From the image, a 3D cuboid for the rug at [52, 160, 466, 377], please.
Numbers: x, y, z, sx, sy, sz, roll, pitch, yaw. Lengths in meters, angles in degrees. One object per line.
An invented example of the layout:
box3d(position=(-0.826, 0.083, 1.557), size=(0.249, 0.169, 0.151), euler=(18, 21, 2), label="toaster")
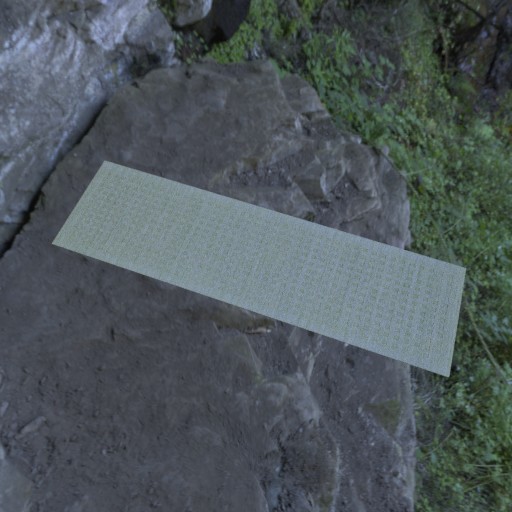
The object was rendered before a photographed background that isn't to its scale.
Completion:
box3d(position=(0.000, 0.000, 2.704), size=(2.437, 0.006, 0.686), euler=(18, 65, 9), label="rug")
